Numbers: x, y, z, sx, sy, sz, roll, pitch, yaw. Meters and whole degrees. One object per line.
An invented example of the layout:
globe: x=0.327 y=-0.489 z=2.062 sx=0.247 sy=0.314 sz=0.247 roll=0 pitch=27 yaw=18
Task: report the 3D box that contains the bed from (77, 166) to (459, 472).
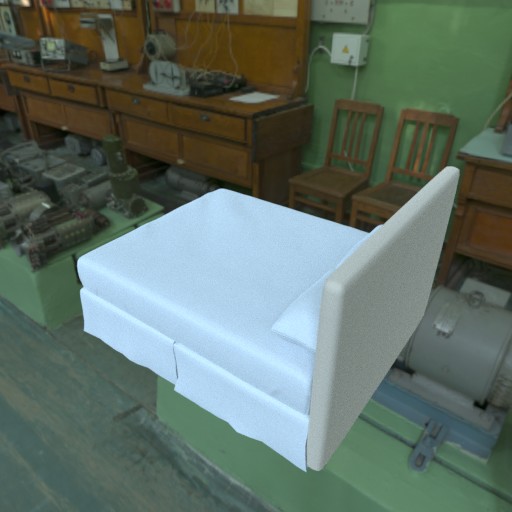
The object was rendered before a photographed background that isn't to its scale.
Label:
bed: x=0.000 y=0.000 z=3.202 sx=2.142 sy=1.330 sz=1.748 roll=21 pitch=38 yaw=31
